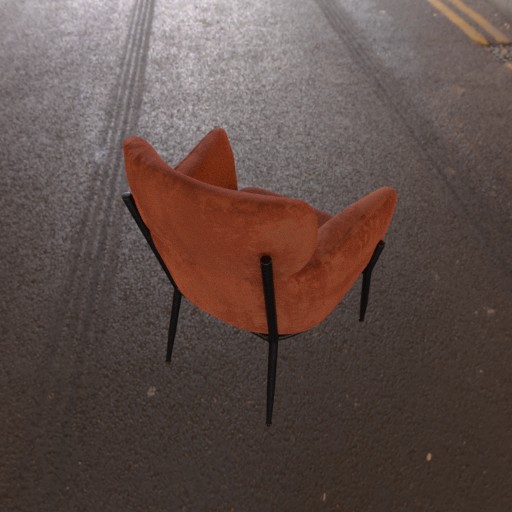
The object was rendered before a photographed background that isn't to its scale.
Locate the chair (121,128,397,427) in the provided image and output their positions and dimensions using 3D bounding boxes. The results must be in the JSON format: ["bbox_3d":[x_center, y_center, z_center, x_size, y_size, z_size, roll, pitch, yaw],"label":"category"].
[{"bbox_3d":[0.000,0.000,1.162,0.561,0.772,0.523,25,51,22],"label":"chair"}]
